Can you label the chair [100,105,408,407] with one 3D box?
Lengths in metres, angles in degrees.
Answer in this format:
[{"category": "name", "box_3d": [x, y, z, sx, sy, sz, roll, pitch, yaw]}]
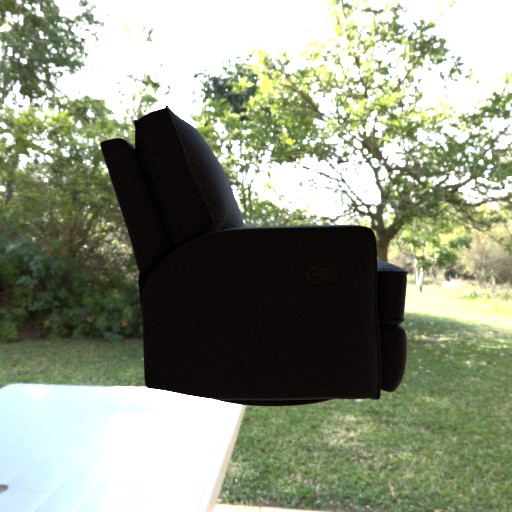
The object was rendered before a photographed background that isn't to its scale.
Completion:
[{"category": "chair", "box_3d": [0.000, 0.000, 1.736, 0.964, 0.962, 0.861, 0, 0, 1]}]
